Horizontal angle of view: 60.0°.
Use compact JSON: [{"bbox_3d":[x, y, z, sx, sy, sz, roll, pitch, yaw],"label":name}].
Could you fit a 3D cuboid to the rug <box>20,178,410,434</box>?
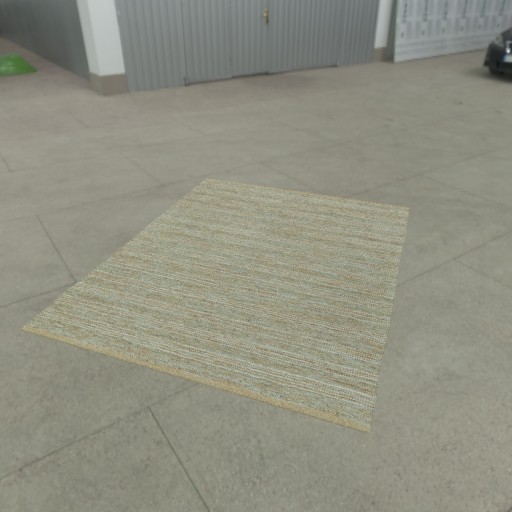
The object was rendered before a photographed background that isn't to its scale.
[{"bbox_3d":[0.000,0.000,3.997,2.471,0.012,3.034,11,33,17],"label":"rug"}]
